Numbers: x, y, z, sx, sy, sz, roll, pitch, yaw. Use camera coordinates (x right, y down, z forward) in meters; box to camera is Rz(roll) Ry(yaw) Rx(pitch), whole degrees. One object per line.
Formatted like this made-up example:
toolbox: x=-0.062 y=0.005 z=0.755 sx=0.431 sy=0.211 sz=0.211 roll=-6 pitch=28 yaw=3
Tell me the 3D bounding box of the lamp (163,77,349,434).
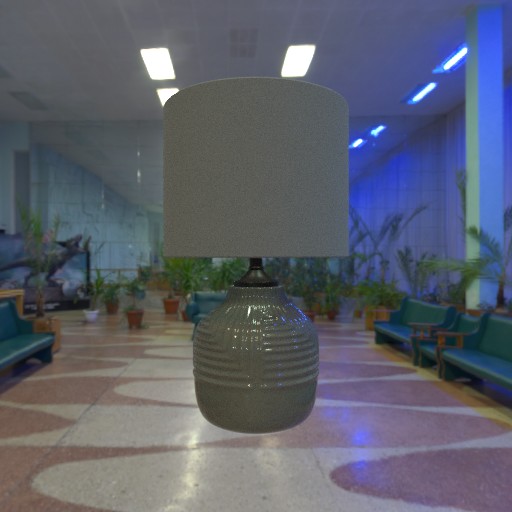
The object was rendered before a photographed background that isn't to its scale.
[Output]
lamp: x=0.000 y=0.000 z=0.775 sx=0.318 sy=0.567 sz=0.318 roll=0 pitch=0 yaw=0
